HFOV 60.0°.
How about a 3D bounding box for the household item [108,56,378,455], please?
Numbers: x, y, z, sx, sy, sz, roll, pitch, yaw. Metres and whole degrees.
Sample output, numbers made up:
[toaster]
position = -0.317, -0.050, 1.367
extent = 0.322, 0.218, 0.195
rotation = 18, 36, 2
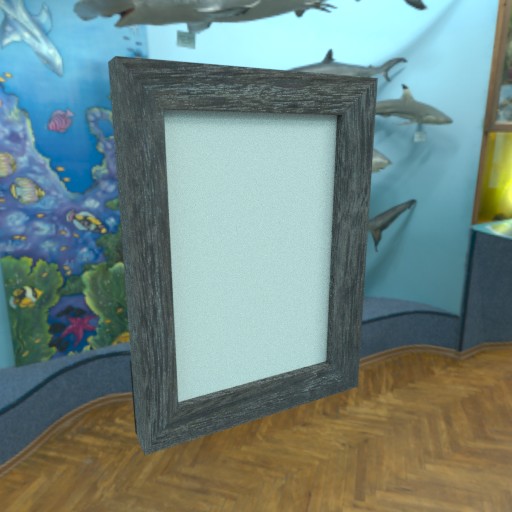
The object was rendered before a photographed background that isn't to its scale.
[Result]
[household item]
position = 0.000, 0.000, 0.232
extent = 0.133, 0.180, 0.020
rotation = -8, 16, -27
